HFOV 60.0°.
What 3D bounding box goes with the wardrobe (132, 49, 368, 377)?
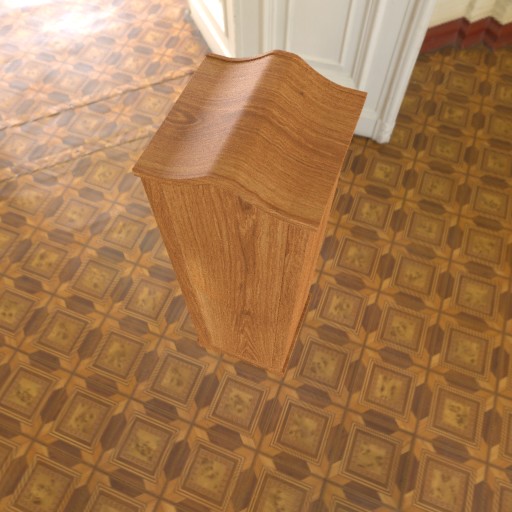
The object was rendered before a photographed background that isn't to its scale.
[{"bbox_3d":[0.000,0.000,2.167,0.590,1.870,0.570,18,63,10],"label":"wardrobe"}]
